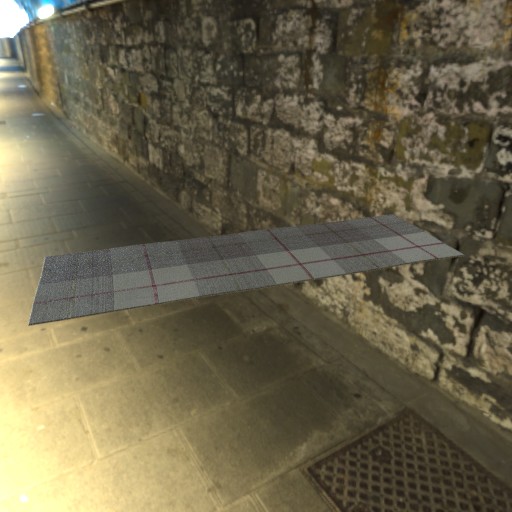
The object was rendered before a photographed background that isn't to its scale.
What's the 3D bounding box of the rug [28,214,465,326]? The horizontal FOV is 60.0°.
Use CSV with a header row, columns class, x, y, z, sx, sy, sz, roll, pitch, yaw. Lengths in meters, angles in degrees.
class,x,y,z,sx,sy,sz,roll,pitch,yaw
rug,0.000,0.000,2.694,2.439,0.013,0.762,-8,26,-16
